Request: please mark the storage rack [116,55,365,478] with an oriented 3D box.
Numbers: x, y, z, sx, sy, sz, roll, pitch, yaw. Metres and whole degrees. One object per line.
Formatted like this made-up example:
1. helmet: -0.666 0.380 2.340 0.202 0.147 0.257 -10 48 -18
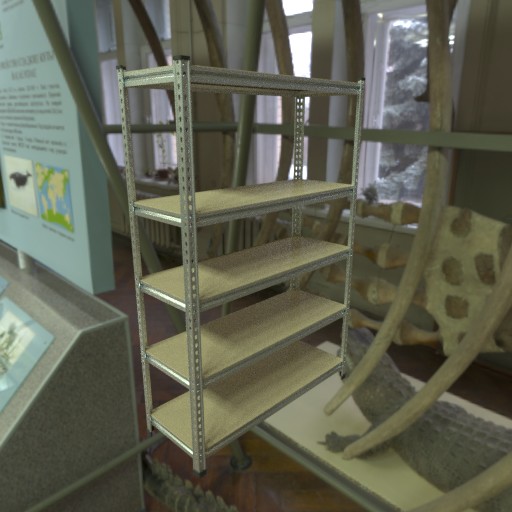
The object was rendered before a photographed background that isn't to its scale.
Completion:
1. storage rack: 0.000 0.000 2.381 0.457 1.829 1.219 16 23 42
